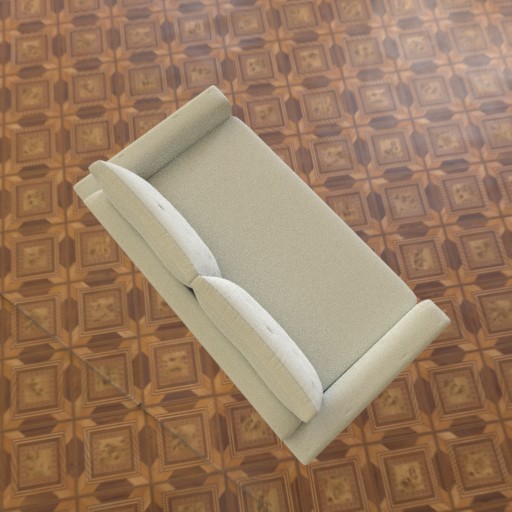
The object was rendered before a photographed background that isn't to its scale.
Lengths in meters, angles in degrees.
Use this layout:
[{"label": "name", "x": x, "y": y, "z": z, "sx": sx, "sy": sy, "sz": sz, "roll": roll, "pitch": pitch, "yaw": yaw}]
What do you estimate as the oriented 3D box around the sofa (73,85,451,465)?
[{"label": "sofa", "x": 0.000, "y": 0.000, "z": 2.143, "sx": 0.920, "sy": 0.790, "sz": 1.650, "roll": -40, "pitch": 77, "yaw": -11}]
